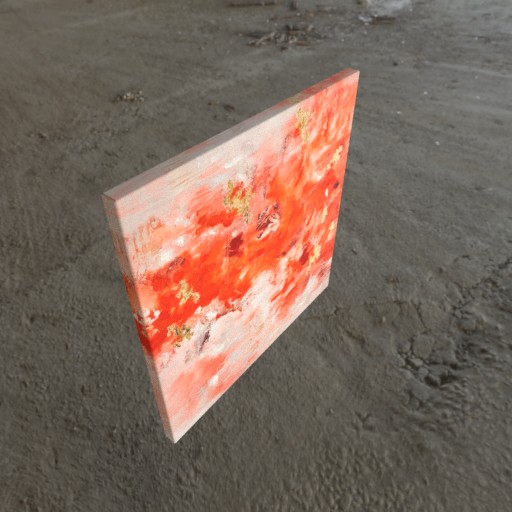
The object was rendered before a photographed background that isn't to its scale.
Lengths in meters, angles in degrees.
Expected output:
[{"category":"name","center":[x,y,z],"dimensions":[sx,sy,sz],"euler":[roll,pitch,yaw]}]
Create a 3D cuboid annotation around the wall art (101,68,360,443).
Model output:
[{"category":"wall art","center":[0.000,0.000,1.135],"dimensions":[0.064,0.746,0.747],"euler":[28,48,28]}]
